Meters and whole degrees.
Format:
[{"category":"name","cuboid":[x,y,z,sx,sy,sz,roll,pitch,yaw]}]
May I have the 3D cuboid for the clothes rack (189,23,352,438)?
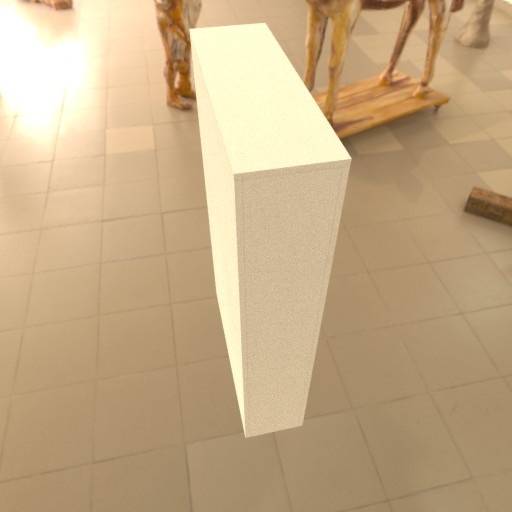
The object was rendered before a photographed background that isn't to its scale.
[{"category":"clothes rack","cuboid":[0.000,0.000,1.572,0.250,1.280,0.750,-9,47,-8]}]
